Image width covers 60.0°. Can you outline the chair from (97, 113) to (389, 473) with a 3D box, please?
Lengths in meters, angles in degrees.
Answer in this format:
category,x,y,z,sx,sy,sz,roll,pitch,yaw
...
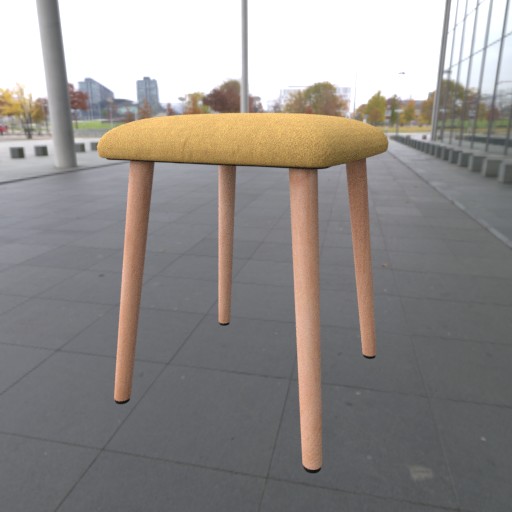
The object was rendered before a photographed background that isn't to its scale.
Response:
category,x,y,z,sx,sy,sz,roll,pitch,yaw
chair,0.000,0.000,0.718,0.350,0.440,0.350,8,18,26
